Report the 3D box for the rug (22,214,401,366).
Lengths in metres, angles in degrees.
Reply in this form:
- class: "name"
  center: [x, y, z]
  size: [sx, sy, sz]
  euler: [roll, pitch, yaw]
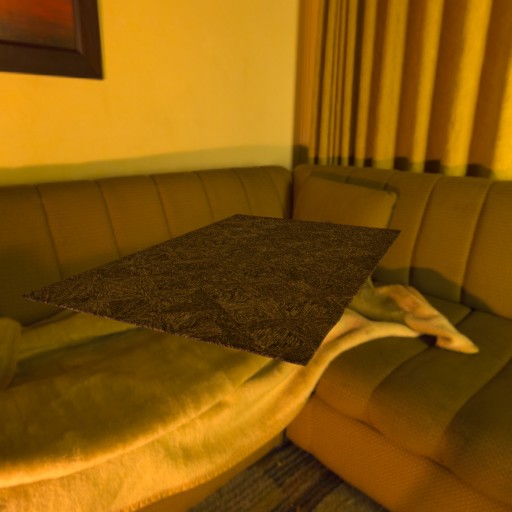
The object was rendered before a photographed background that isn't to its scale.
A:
- class: "rug"
  center: [0.000, 0.000, 2.272]
  size: [1.189, 0.011, 1.808]
  euler: [8, 18, 25]
